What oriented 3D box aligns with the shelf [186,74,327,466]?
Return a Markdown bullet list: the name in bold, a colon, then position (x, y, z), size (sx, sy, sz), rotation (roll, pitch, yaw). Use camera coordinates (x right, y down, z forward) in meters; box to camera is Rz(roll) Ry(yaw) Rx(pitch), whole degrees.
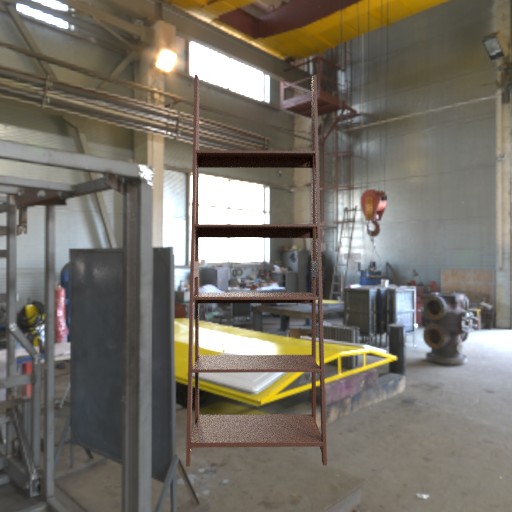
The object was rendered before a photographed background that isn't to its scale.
- **shelf**: position (0.000, 0.000, 2.045), size (0.600, 1.770, 0.350), rotation (0, 0, -1)
